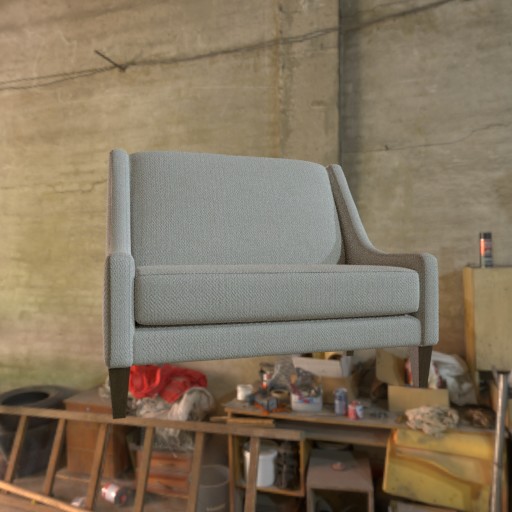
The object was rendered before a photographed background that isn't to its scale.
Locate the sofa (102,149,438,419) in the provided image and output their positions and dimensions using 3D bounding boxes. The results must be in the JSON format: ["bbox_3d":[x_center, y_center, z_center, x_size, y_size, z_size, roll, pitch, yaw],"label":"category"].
[{"bbox_3d":[0.000,0.000,1.915,1.242,1.022,0.870,0,0,-17],"label":"sofa"}]
